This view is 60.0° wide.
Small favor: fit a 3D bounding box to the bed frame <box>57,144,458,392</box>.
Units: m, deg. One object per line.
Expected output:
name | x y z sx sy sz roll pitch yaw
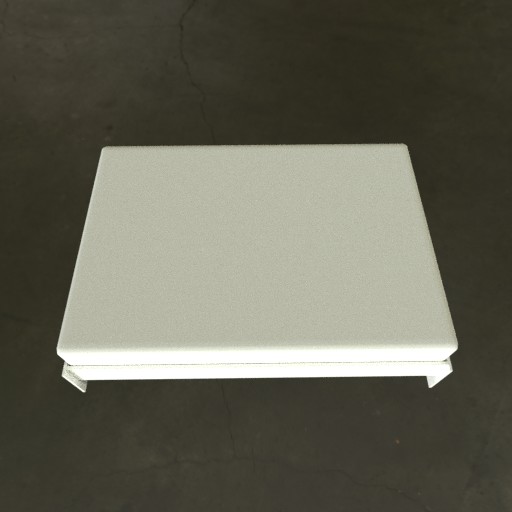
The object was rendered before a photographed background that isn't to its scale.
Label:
bed frame | 0.000 0.000 2.636 1.945 0.497 1.445 -1 59 0
